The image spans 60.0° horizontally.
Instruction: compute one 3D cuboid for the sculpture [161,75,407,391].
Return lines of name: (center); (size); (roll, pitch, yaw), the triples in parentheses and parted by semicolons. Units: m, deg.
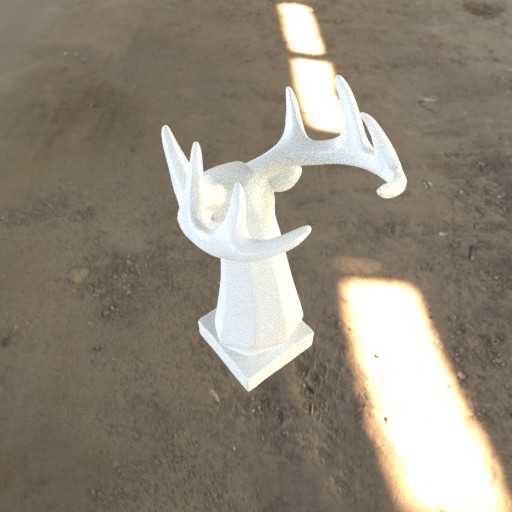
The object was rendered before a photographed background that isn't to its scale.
sculpture: (0.000, 0.000, 0.443); (0.174, 0.329, 0.224); (-31, 55, -24)
